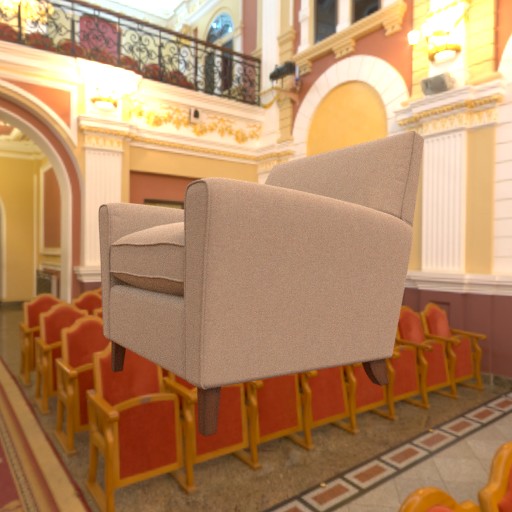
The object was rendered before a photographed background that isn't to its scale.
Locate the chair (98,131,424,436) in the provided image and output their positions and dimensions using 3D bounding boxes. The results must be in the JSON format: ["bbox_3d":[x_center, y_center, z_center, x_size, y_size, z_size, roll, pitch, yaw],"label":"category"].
[{"bbox_3d":[0.000,0.000,1.575,0.871,0.846,0.840,-1,1,-36],"label":"chair"}]
